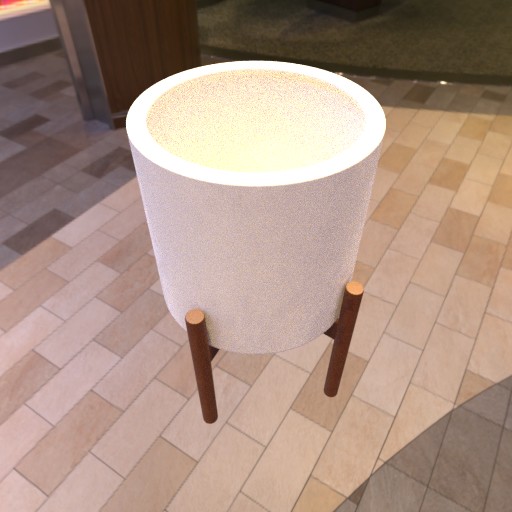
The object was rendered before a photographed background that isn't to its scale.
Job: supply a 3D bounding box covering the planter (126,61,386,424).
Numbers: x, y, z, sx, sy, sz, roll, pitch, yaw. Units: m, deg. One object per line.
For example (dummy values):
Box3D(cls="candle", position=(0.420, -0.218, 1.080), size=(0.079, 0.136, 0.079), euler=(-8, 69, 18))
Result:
Box3D(cls="planter", position=(0.000, 0.000, 0.961), size=(0.417, 0.670, 0.417), euler=(-10, 45, -10))
